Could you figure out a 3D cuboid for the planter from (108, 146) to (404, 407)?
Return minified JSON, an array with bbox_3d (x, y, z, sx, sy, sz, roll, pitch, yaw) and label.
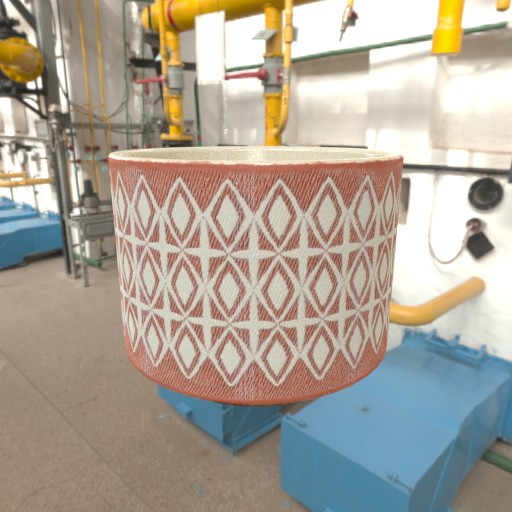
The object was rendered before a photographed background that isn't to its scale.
[{"bbox_3d":[0.000,0.000,0.322,0.192,0.148,0.192,0,16,0],"label":"planter"}]
